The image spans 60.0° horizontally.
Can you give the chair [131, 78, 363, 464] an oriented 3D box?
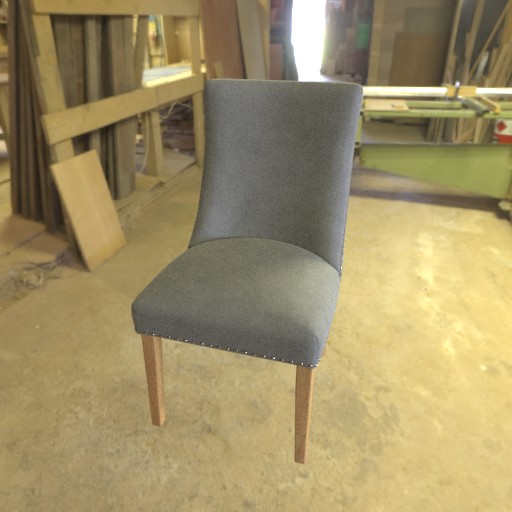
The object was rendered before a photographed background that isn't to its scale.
[{"bbox_3d":[0.000,0.000,1.278,0.495,0.902,0.610,8,28,15],"label":"chair"}]
